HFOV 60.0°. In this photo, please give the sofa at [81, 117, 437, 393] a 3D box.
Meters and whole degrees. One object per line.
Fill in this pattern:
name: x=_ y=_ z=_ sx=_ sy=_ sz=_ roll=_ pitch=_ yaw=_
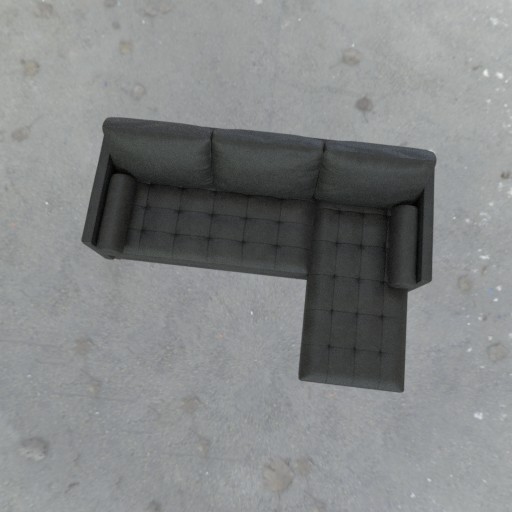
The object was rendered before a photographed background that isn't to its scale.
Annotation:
sofa: x=0.000 y=0.000 z=2.885 sx=2.178 sy=0.876 sz=1.497 roll=6 pitch=77 yaw=2
